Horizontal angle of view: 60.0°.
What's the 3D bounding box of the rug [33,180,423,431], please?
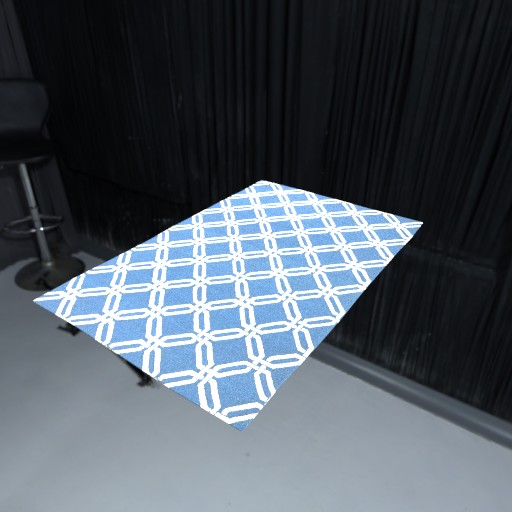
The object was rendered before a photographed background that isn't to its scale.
[{"bbox_3d":[0.000,0.000,2.249,1.153,0.010,1.755,20,37,30],"label":"rug"}]
